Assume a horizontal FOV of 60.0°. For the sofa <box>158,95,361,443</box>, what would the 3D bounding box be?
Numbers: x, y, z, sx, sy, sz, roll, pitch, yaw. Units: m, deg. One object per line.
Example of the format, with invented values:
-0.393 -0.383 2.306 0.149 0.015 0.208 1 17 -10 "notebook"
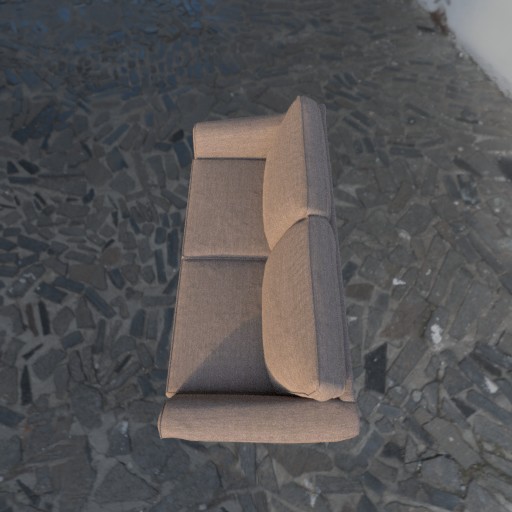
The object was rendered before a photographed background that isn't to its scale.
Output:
0.000 0.000 2.824 0.980 0.965 2.270 0 58 0 "sofa"
